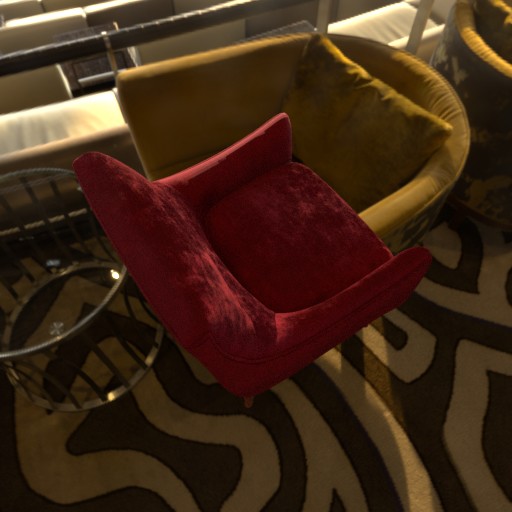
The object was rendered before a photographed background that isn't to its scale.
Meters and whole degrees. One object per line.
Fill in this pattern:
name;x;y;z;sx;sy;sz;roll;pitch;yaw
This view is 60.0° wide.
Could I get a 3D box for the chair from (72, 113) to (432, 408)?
chair;0.000;0.000;1.462;0.787;0.838;0.762;-30;62;-17
